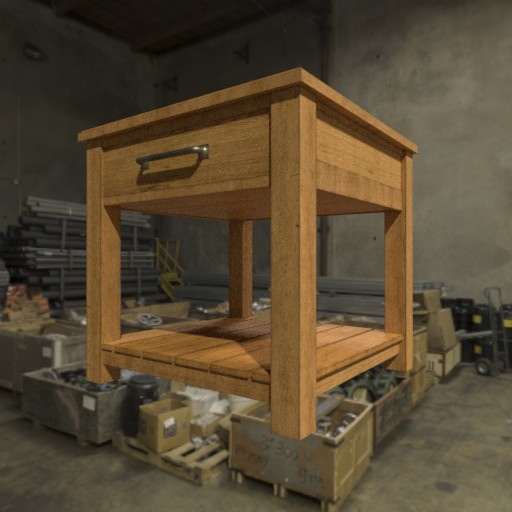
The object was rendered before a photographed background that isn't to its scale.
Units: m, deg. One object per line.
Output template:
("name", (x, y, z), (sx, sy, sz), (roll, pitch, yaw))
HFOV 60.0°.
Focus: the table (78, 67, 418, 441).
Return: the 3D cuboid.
("table", (0.000, 0.000, 1.112), (0.616, 0.593, 0.612), (0, 0, 36))
